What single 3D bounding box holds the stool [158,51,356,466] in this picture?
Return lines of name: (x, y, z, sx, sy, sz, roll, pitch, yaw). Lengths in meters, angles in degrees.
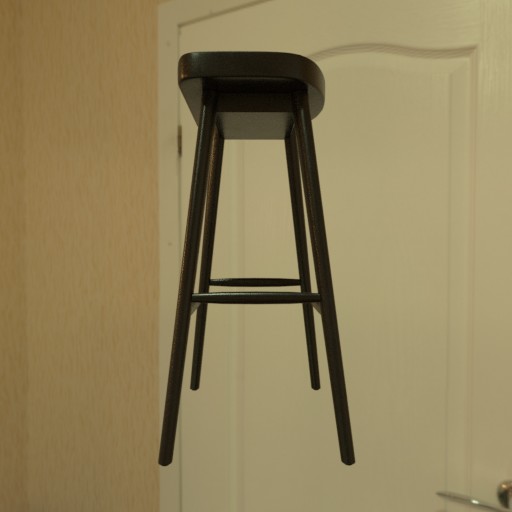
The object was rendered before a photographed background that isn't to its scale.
stool: (0.000, 0.000, 1.007, 0.361, 0.749, 0.440, 0, 2, 0)
